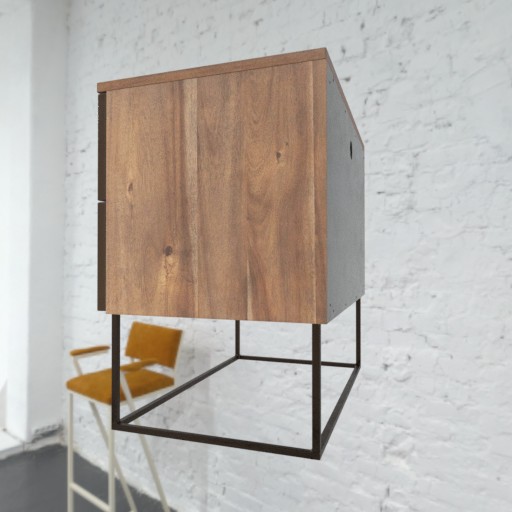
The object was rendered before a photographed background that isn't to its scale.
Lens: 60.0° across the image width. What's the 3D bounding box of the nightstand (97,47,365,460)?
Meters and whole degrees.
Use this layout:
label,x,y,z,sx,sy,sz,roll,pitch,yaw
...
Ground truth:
label,x,y,z,sx,sy,sz,roll,pitch,yaw
nightstand,0.000,0.000,1.006,0.427,0.611,0.605,0,-1,19
